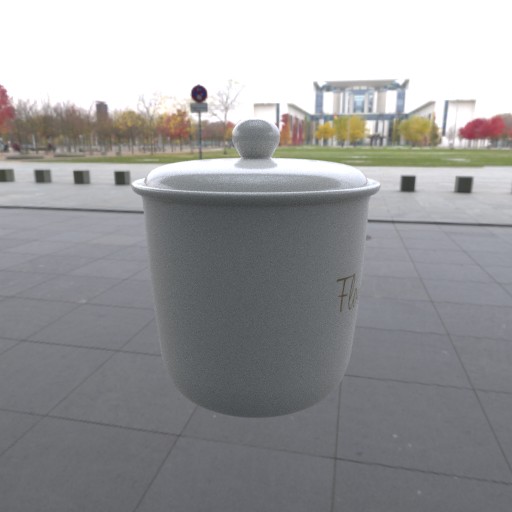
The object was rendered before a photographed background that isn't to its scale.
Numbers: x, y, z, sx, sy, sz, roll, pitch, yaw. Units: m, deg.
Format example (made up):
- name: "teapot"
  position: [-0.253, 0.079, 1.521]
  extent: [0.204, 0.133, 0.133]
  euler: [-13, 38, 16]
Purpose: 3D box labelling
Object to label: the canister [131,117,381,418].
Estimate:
- name: "canister"
  position: [0.000, 0.000, 0.349]
  extent: [0.182, 0.208, 0.182]
  euler: [0, 14, 0]
